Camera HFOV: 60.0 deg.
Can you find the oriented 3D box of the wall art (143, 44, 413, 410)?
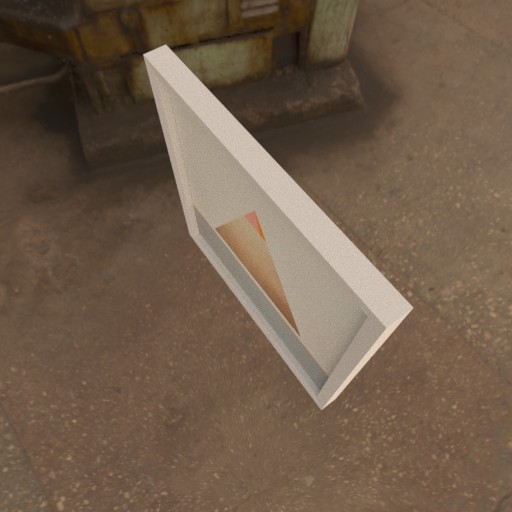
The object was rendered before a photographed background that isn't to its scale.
[{"bbox_3d":[0.000,0.000,1.966,0.098,1.291,1.289,-32,67,-16],"label":"wall art"}]
